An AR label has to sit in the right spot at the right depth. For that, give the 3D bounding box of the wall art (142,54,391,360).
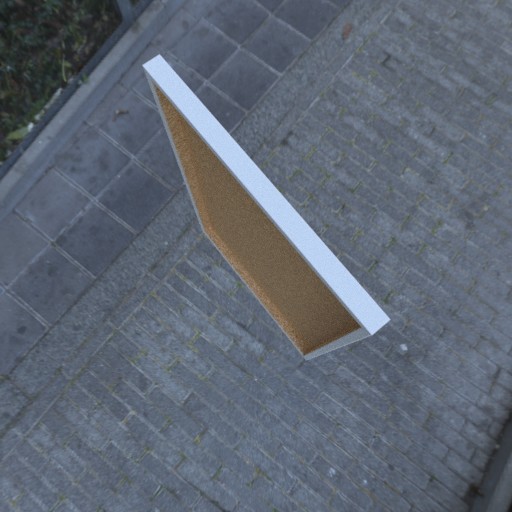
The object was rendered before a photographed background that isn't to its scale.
[{"bbox_3d":[0.000,0.000,1.174,0.038,0.914,0.610,-37,78,-10],"label":"wall art"}]
